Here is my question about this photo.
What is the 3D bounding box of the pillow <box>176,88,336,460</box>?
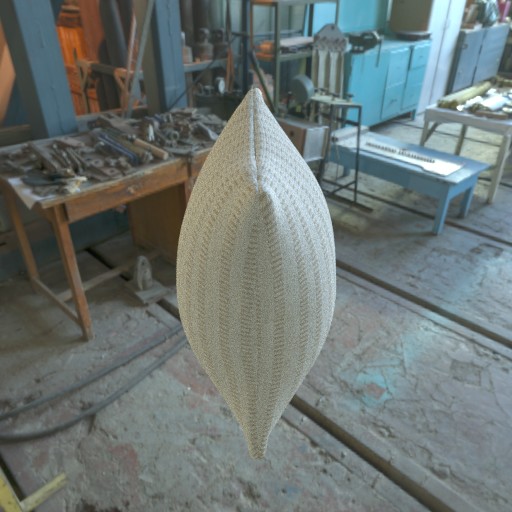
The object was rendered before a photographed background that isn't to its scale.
[{"bbox_3d":[0.000,0.000,0.699,0.247,0.419,0.438,-1,33,-1],"label":"pillow"}]
